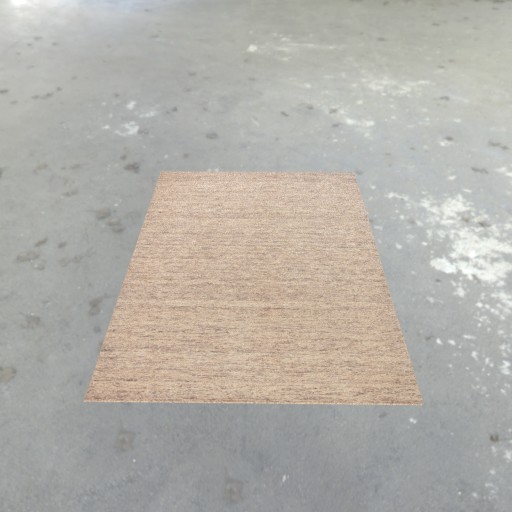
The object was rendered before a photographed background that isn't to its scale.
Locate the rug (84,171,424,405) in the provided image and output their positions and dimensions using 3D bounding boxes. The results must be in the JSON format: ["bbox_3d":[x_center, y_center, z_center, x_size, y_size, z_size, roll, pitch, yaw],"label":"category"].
[{"bbox_3d":[0.000,0.000,4.386,2.448,0.013,3.205,0,41,0],"label":"rug"}]
